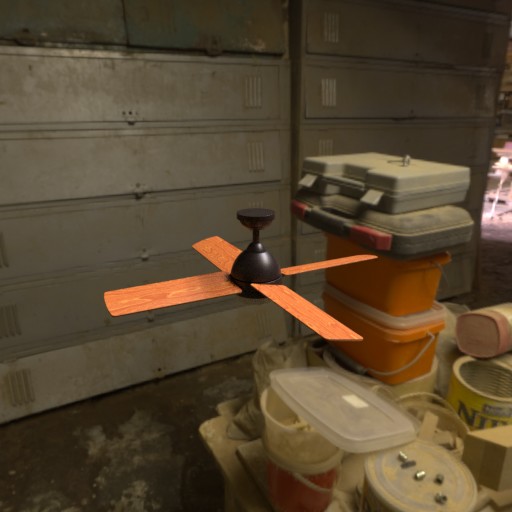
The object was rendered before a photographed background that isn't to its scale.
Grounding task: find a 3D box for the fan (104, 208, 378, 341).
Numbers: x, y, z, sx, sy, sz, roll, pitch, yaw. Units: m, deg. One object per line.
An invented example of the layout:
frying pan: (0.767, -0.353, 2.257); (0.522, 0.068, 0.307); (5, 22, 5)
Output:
fan: (0.000, 0.000, 2.002); (1.332, 0.403, 1.332); (-9, 20, -26)
